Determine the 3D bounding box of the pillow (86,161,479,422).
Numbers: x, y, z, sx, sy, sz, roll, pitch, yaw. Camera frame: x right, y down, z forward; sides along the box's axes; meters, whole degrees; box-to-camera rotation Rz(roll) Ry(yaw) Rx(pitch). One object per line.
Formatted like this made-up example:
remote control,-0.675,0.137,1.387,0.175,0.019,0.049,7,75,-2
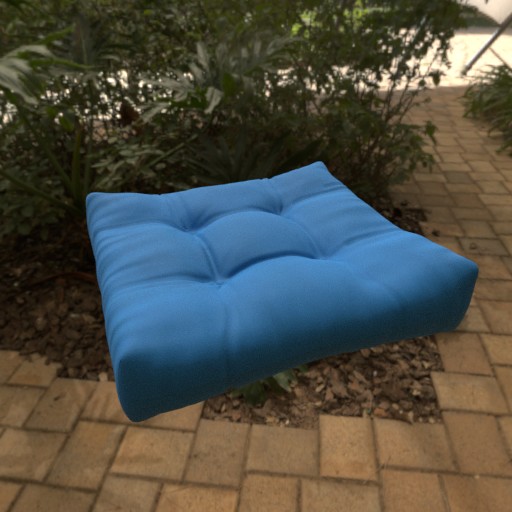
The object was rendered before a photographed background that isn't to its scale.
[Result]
pillow,0.000,0.000,0.715,0.490,0.128,0.468,-12,33,-18
